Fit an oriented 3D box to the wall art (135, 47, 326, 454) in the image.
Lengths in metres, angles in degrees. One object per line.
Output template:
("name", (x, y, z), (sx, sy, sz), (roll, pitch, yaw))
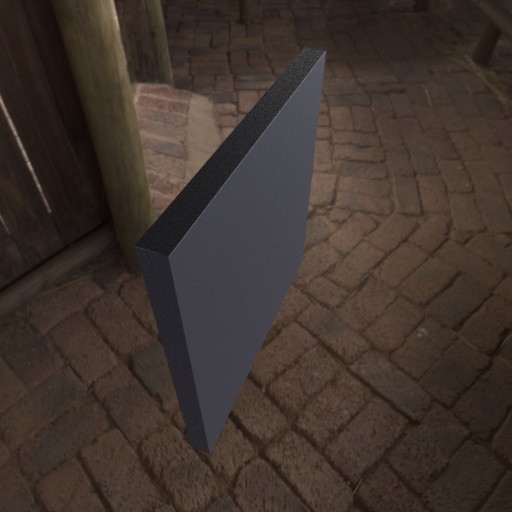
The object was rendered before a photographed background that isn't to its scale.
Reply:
("wall art", (0.000, 0.000, 0.760), (0.038, 0.507, 0.507), (17, 49, 15))
